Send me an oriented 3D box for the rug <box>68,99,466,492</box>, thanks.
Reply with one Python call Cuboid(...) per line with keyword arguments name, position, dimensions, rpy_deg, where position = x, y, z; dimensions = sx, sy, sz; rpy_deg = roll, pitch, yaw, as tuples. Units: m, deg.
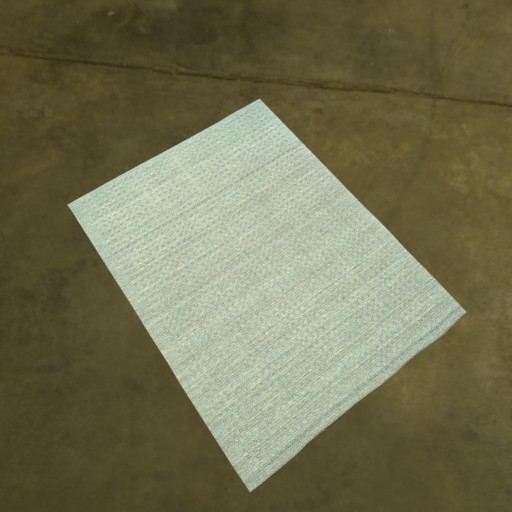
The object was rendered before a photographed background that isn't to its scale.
Cuboid(name="rug", position=(0.000, 0.000, 4.262), dimensions=(2.443, 0.007, 3.200), rpy_deg=(-33, 69, -15))
